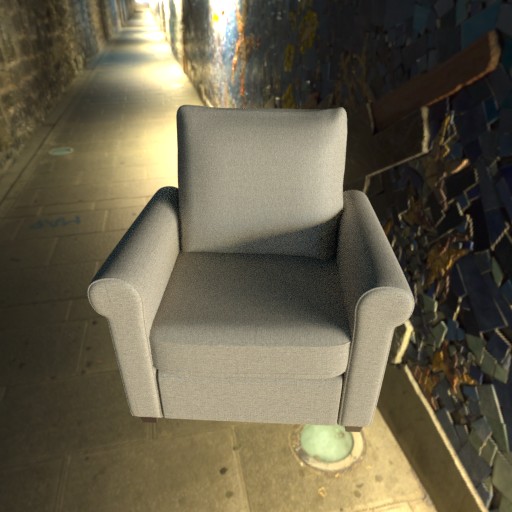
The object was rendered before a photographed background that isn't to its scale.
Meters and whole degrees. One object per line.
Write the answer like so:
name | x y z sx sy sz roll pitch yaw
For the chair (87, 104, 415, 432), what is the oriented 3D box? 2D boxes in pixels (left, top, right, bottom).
chair | 0.000 0.000 2.276 1.275 1.349 1.180 2 30 3
